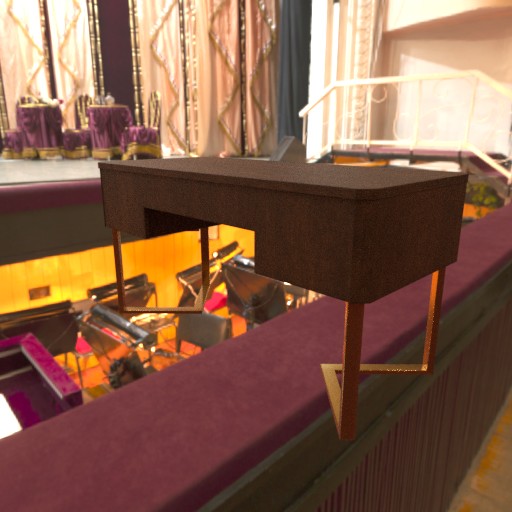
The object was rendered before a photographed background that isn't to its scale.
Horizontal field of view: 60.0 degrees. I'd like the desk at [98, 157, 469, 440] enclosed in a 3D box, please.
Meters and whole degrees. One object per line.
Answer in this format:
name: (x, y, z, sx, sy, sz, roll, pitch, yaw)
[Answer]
desk: (0.000, 0.000, 1.917, 0.684, 0.762, 1.479, -15, 21, -43)
